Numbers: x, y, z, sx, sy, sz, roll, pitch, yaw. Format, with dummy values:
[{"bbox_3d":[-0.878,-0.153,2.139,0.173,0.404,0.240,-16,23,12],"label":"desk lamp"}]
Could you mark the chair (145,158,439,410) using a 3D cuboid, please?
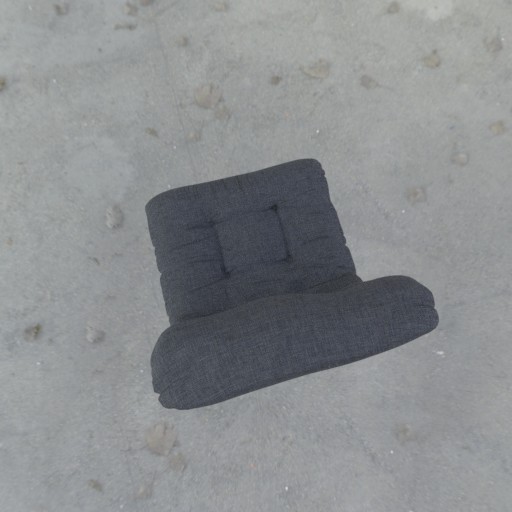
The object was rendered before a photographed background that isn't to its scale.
[{"bbox_3d":[0.000,0.000,1.212,0.597,0.749,0.668,-14,75,-4],"label":"chair"}]
